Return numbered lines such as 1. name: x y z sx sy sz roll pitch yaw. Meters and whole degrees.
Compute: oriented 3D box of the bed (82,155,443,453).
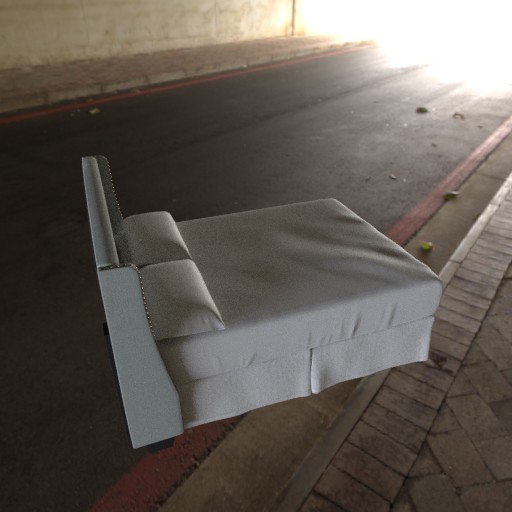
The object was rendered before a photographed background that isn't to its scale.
1. bed: 0.000 0.000 3.304 2.237 1.407 1.710 -11 33 -18
